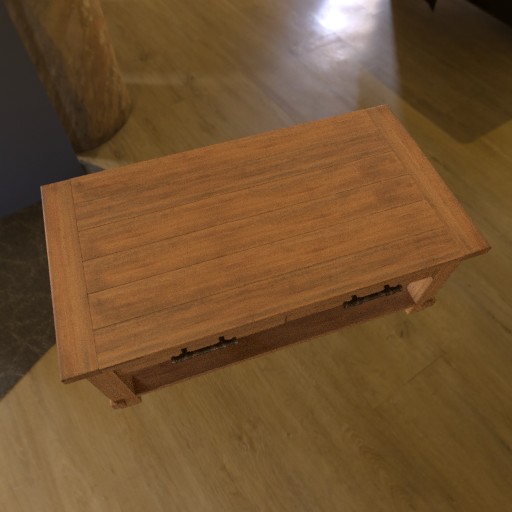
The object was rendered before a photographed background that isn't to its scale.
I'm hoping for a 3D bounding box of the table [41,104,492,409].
[{"bbox_3d":[0.000,0.000,1.603,1.270,0.494,0.693,-16,60,-10],"label":"table"}]
